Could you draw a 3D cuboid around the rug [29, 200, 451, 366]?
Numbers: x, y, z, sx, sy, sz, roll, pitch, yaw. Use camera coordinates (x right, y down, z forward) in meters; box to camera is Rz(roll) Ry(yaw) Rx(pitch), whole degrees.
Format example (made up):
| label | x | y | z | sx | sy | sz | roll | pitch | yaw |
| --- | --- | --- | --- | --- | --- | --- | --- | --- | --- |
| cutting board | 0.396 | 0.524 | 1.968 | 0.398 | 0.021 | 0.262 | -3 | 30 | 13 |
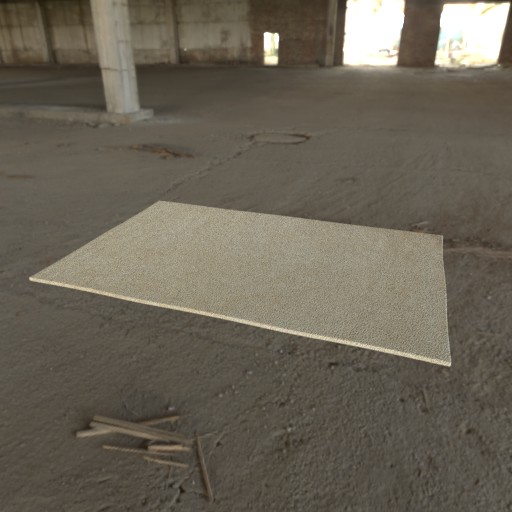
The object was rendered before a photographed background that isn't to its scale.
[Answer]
| label | x | y | z | sx | sy | sz | roll | pitch | yaw |
| --- | --- | --- | --- | --- | --- | --- | --- | --- | --- |
| rug | 0.000 | 0.000 | 2.935 | 2.346 | 0.025 | 1.500 | 9 | 27 | 17 |
